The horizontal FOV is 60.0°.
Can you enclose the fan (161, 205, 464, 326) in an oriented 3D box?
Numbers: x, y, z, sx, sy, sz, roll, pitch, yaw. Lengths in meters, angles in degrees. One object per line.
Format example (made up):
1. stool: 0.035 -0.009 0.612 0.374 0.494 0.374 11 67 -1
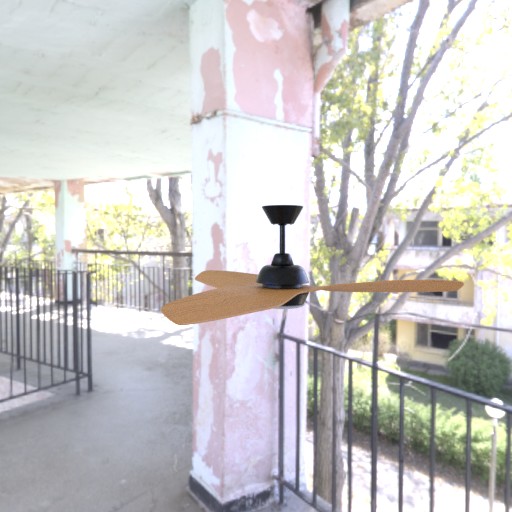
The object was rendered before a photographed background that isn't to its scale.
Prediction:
1. fan: 0.000 0.000 1.672 1.142 0.355 1.010 -2 3 -35
